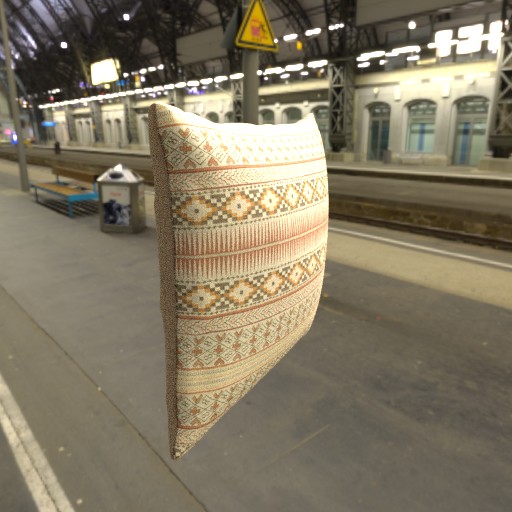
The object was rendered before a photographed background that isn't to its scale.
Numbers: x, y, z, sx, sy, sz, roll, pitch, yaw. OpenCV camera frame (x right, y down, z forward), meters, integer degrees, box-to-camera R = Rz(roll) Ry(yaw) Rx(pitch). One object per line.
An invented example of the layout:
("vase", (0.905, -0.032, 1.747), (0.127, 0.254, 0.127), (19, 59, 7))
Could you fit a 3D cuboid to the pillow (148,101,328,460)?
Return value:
("pillow", (0.000, 0.000, 0.815), (0.215, 0.519, 0.521), (8, 17, 27))
